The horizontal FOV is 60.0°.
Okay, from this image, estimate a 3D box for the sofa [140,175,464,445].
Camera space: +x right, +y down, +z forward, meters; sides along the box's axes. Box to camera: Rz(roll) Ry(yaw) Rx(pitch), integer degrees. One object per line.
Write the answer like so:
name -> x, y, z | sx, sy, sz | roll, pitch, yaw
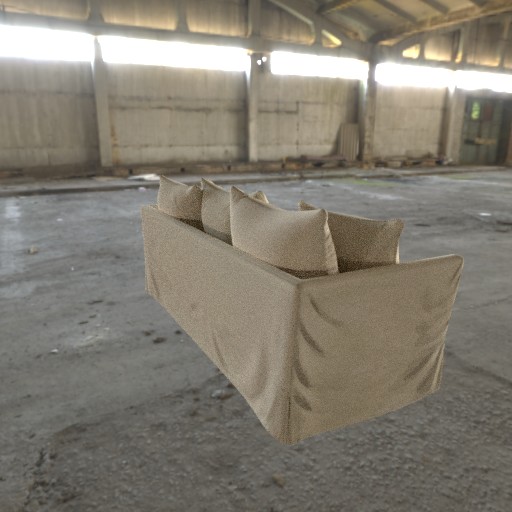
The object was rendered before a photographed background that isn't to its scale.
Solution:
sofa -> 0.000, 0.000, 3.045 | 1.030, 1.042, 2.484 | -8, 17, -27
